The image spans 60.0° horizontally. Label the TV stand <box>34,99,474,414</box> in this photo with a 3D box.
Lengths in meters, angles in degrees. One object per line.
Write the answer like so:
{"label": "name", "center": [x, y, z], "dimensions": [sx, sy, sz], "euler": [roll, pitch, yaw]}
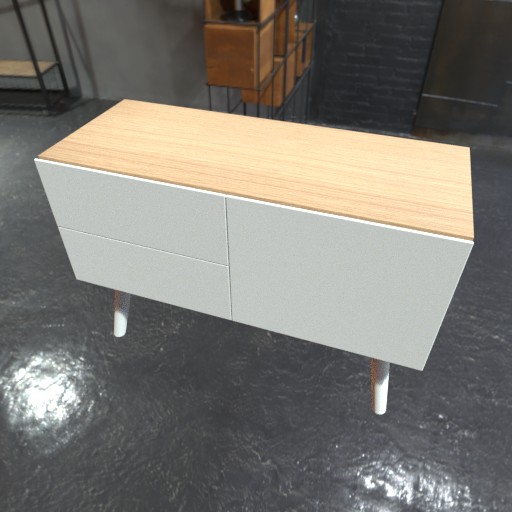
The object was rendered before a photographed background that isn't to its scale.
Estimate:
{"label": "TV stand", "center": [0.000, 0.000, 1.299], "dimensions": [0.991, 0.660, 0.407], "euler": [13, 42, 15]}
